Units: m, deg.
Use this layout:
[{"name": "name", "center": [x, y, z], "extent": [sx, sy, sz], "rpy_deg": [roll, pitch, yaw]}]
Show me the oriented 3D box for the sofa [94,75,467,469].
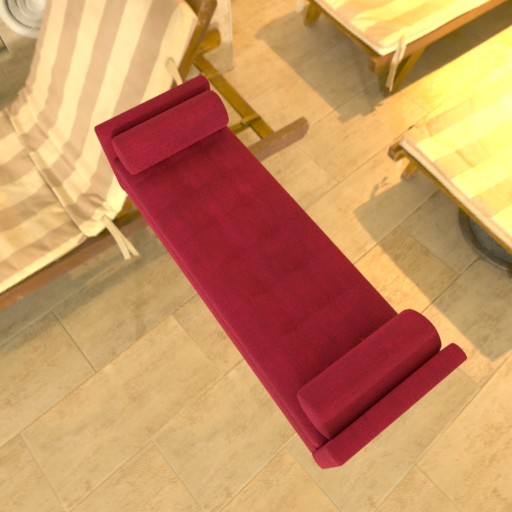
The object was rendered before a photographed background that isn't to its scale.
[{"name": "sofa", "center": [0.000, 0.000, 2.306], "extent": [0.686, 0.635, 1.981], "rpy_deg": [-33, 68, -15]}]
